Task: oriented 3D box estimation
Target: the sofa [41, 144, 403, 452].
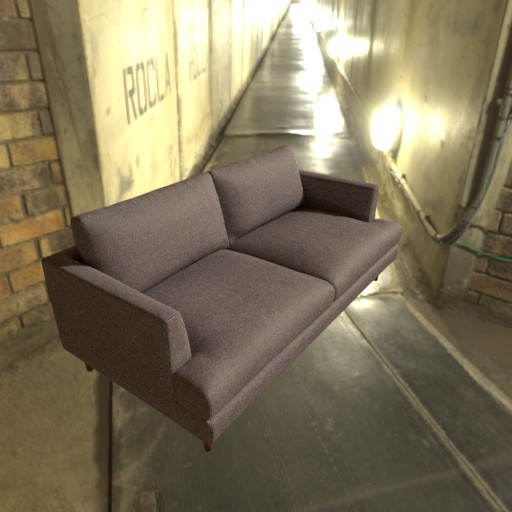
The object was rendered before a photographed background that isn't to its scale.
[{"bbox_3d":[0.000,0.000,2.521,1.020,0.868,1.948,19,33,32],"label":"sofa"}]
